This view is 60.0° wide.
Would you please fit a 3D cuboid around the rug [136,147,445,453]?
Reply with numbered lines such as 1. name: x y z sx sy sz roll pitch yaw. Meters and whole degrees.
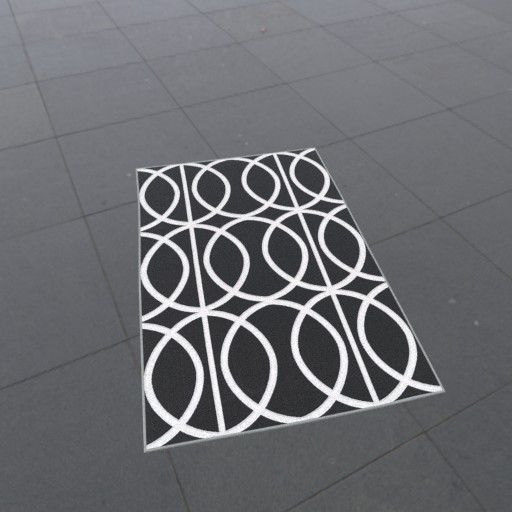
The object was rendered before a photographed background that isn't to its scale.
1. rug: 0.000 0.000 2.921 1.526 0.014 2.290 -9 47 -8
